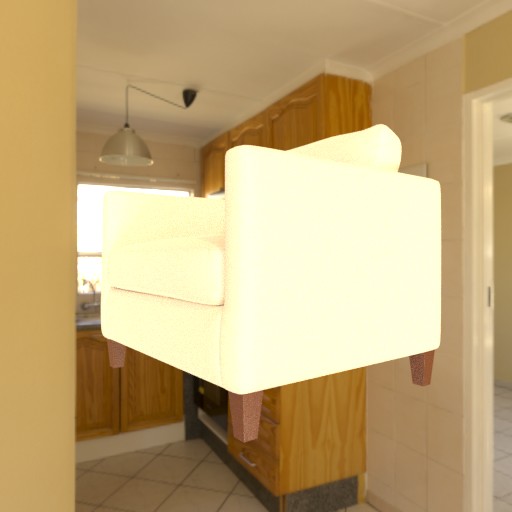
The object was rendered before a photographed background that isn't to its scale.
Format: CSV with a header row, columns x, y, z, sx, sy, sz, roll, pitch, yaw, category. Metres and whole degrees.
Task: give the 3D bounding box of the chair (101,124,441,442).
x,y,z,sx,sy,sz,roll,pitch,yaw,category
0.000,0.000,1.656,0.878,0.885,1.019,0,0,-37,chair
